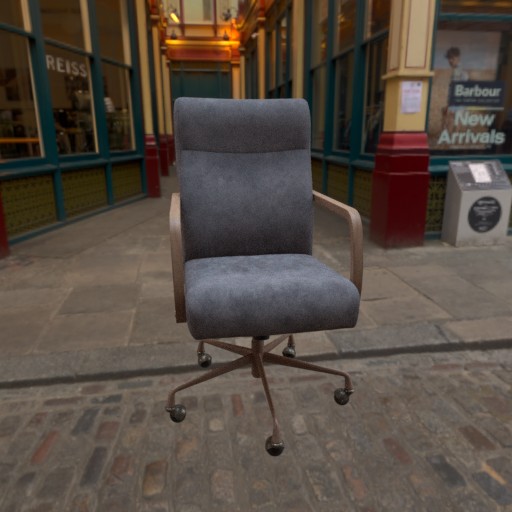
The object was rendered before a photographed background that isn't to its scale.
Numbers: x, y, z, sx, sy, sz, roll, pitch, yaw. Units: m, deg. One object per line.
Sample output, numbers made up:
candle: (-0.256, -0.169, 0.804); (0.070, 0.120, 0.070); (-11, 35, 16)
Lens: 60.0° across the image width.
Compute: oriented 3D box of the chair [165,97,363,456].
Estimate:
chair: (0.000, 0.000, 1.475); (0.640, 1.029, 0.741); (-3, 16, -9)
